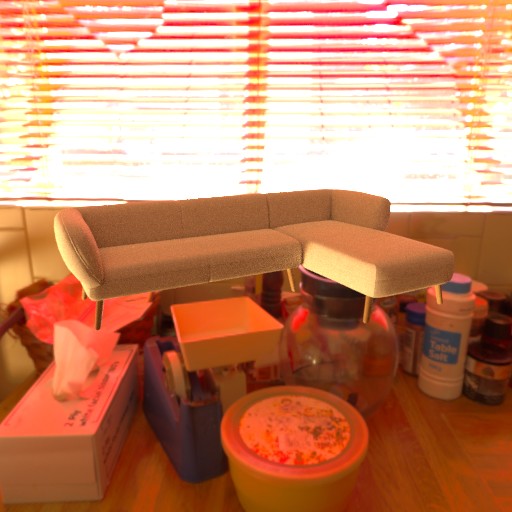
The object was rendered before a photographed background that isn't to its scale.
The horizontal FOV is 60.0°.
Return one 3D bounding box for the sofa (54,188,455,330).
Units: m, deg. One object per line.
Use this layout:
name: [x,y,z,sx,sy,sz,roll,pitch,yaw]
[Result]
sofa: [0.000,0.000,3.320,2.660,0.730,1.610,-8,18,-27]
